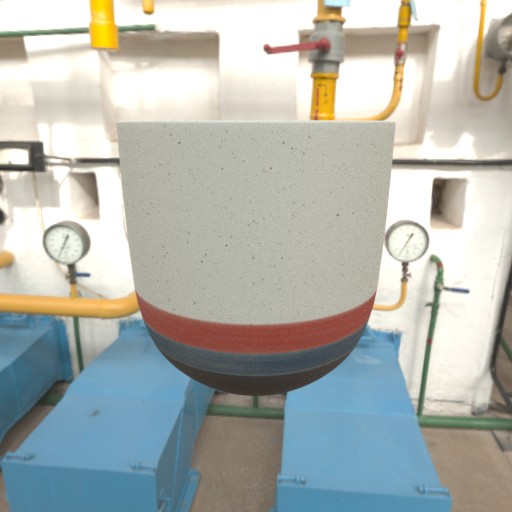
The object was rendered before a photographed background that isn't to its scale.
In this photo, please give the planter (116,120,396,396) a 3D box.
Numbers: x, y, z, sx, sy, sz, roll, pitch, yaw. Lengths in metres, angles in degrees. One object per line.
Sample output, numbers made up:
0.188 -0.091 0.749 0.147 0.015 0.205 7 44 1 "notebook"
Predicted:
0.000 0.000 0.368 0.204 0.214 0.204 0 17 0 "planter"
